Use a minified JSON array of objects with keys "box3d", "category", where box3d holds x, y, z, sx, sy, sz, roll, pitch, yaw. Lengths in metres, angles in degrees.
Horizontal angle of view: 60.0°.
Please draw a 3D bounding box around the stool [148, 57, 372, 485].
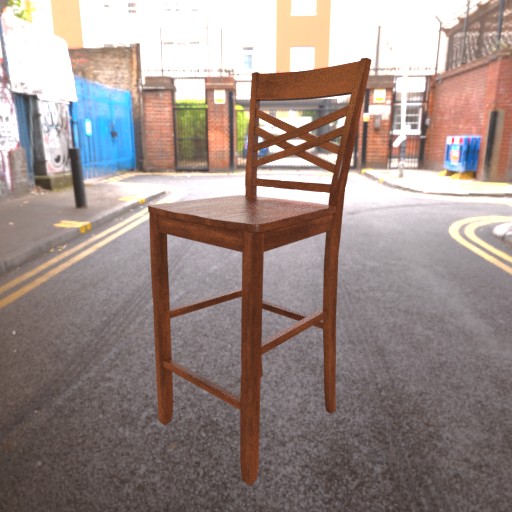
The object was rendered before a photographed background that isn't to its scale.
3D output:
[{"box3d":[0.000,0.000,1.328,0.433,1.105,0.487,13,20,41],"category":"stool"}]
